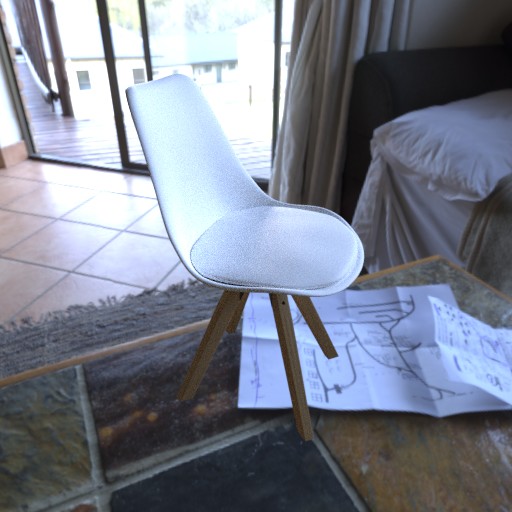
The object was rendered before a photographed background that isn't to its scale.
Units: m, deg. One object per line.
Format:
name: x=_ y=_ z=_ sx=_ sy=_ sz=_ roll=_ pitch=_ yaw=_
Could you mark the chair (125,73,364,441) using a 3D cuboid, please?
chair: x=0.000 y=0.000 z=1.169 sx=0.550 sy=0.849 sz=0.485 roll=11 pitch=32 yaw=18
